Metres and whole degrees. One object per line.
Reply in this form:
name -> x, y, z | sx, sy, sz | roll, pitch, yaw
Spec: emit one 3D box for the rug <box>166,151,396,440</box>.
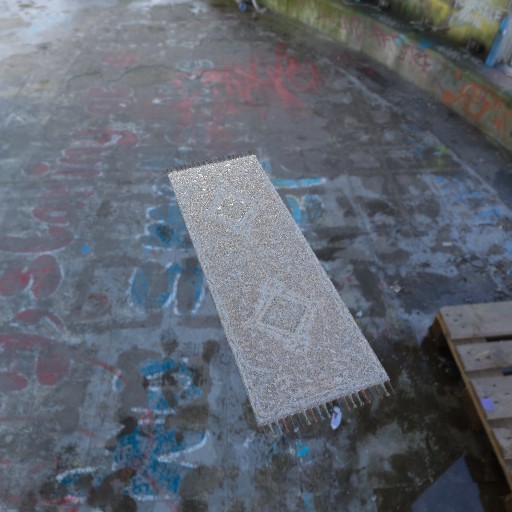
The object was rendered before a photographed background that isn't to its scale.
rug -> 0.000, 0.000, 2.918 | 1.324, 0.018, 2.378 | -3, 48, -2
